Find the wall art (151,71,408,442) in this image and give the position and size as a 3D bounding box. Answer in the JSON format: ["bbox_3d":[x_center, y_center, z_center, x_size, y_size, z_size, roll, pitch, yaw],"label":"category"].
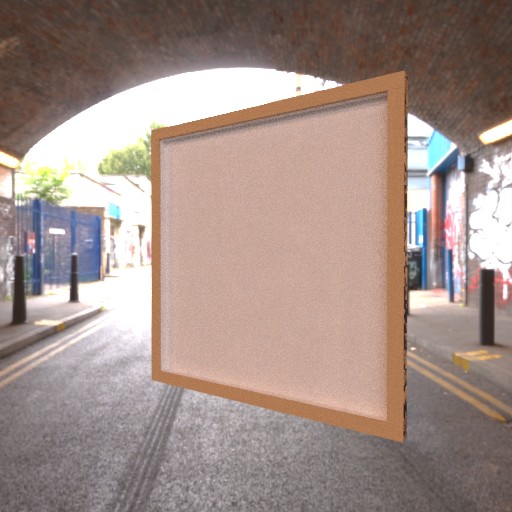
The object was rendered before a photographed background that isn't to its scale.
[{"bbox_3d":[0.000,0.000,1.367,0.914,0.914,0.038,0,1,36],"label":"wall art"}]
